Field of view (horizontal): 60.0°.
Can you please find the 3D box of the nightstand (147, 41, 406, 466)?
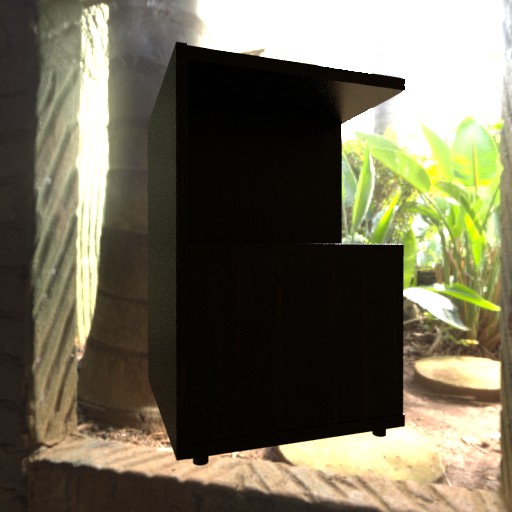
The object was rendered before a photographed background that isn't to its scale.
[{"bbox_3d":[0.000,0.000,0.822,0.356,0.559,0.400,0,0,-19],"label":"nightstand"}]
